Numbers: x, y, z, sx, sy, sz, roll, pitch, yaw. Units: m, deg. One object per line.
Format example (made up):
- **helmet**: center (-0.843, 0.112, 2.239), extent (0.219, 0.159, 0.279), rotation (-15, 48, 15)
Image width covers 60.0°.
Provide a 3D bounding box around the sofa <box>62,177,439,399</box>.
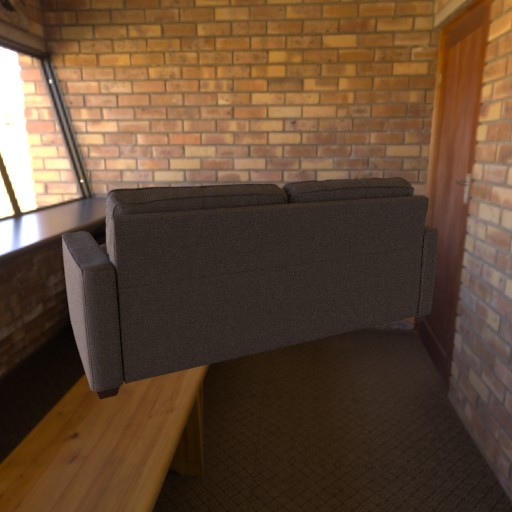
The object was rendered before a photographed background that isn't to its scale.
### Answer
- **sofa**: center (0.000, 0.000, 2.645), extent (2.080, 0.919, 0.940), rotation (-7, 15, -26)
